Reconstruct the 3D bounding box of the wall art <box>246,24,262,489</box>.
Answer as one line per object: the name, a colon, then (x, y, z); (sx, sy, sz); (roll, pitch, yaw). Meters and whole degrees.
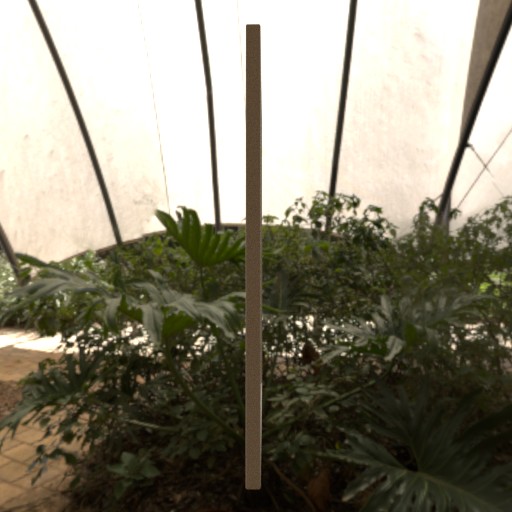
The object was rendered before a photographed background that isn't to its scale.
wall art: (0.000, 0.000, 1.050); (0.026, 0.813, 0.556); (0, 1, 1)
